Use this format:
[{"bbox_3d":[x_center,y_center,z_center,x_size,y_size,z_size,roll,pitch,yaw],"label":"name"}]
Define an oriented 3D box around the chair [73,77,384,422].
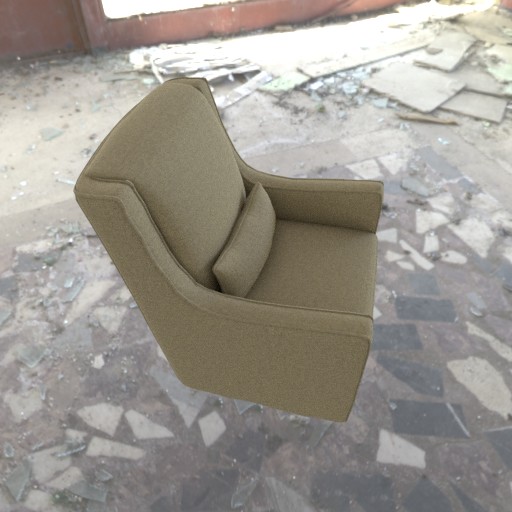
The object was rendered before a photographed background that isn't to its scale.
[{"bbox_3d":[0.000,0.000,1.595,0.879,0.993,0.732,10,47,10],"label":"chair"}]
